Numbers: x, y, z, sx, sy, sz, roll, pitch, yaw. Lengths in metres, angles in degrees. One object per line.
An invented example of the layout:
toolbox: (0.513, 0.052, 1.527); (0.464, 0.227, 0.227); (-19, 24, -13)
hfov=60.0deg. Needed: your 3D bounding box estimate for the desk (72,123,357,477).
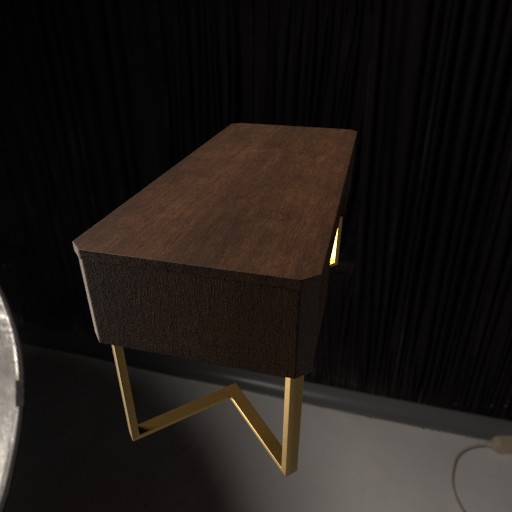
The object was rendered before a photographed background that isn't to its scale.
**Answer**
desk: (0.000, 0.000, 1.886); (0.684, 0.762, 1.479); (7, 30, 13)
